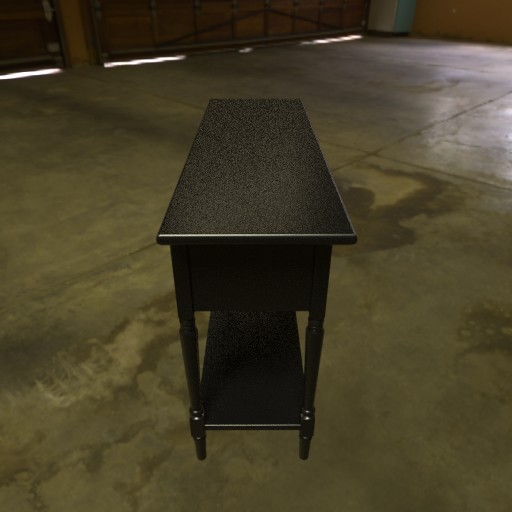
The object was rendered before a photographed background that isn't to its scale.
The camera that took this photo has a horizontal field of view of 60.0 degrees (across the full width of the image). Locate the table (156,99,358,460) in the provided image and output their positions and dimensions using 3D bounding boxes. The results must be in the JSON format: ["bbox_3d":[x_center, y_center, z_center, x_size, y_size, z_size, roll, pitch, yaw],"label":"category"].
[{"bbox_3d":[0.000,0.000,1.562,0.386,0.819,1.191,0,31,0],"label":"table"}]
